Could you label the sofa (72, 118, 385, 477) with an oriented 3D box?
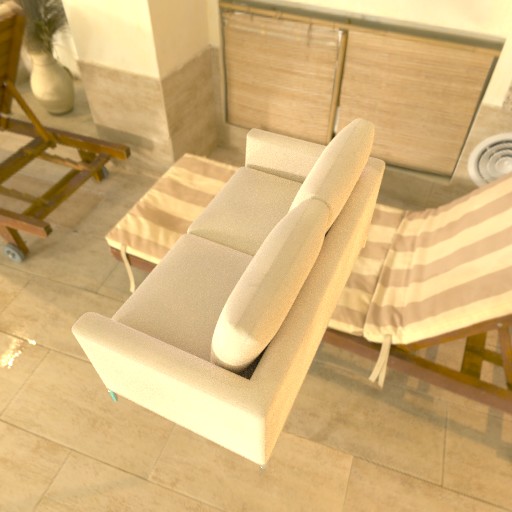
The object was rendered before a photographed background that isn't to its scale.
[{"bbox_3d":[0.000,0.000,2.370,0.906,0.995,1.739,19,50,17],"label":"sofa"}]
